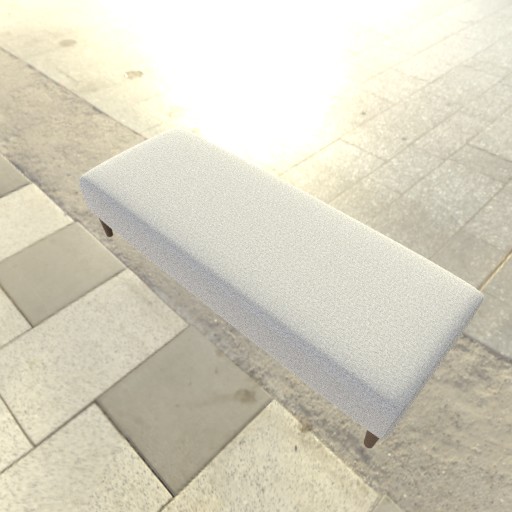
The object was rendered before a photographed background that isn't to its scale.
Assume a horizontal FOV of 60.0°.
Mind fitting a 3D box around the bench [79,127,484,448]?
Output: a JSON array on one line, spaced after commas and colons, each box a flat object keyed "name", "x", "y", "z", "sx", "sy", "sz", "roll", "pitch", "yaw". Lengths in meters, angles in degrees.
[{"name": "bench", "x": 0.000, "y": 0.000, "z": 1.839, "sx": 1.598, "sy": 0.383, "sz": 0.631, "roll": 34, "pitch": 55, "yaw": 27}]
